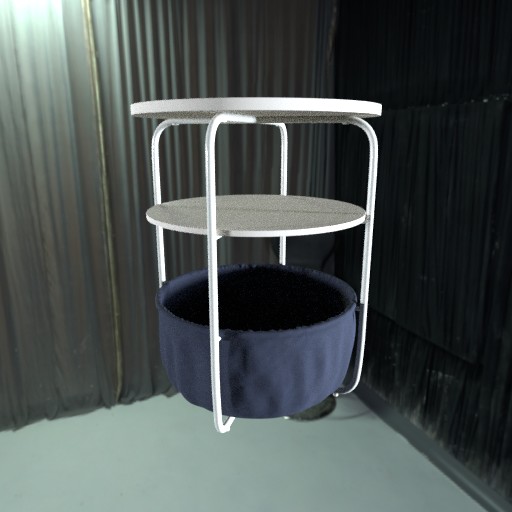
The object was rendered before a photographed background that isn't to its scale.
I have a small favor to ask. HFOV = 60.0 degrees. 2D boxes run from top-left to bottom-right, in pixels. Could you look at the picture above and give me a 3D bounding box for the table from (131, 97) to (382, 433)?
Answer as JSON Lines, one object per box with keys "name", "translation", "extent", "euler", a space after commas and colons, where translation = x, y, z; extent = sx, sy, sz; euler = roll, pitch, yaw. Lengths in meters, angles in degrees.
{"name": "table", "translation": [0.000, 0.000, 0.835], "extent": [0.418, 0.532, 0.418], "euler": [-8, 17, -26]}
